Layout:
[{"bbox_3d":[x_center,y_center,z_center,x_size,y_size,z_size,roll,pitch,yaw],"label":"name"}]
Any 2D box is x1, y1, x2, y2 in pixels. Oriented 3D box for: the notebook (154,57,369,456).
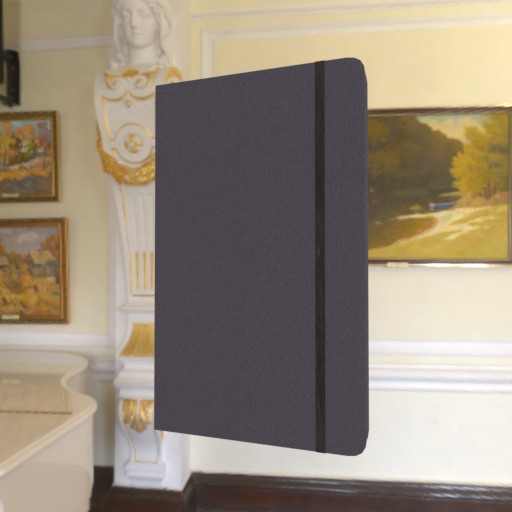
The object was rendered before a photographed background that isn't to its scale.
[{"bbox_3d":[0.000,0.000,0.260,0.127,0.213,0.016,0,-1,19],"label":"notebook"}]
